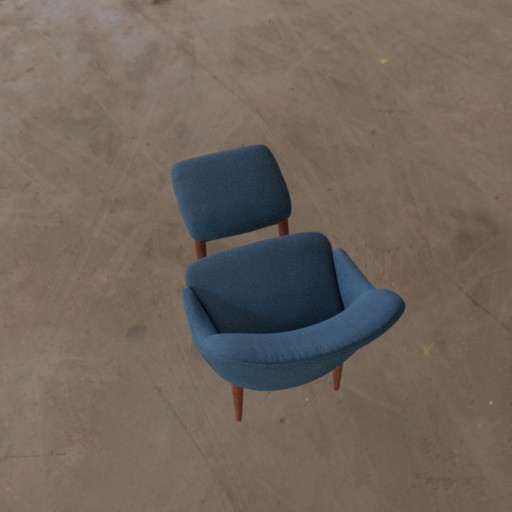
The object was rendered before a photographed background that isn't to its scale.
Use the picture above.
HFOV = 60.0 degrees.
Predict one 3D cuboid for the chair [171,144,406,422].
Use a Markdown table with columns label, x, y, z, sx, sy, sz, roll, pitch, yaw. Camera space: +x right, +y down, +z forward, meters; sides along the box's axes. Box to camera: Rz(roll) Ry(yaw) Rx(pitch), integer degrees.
| label | x | y | z | sx | sy | sz | roll | pitch | yaw |
| --- | --- | --- | --- | --- | --- | --- | --- | --- | --- |
| chair | 0.000 | 0.000 | 1.610 | 0.584 | 0.866 | 1.114 | -15 | 59 | -9 |
